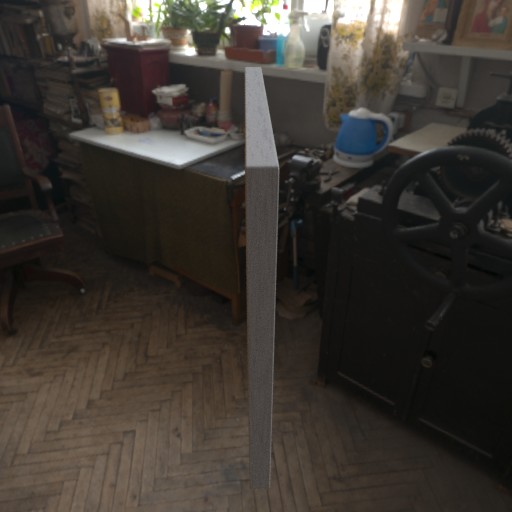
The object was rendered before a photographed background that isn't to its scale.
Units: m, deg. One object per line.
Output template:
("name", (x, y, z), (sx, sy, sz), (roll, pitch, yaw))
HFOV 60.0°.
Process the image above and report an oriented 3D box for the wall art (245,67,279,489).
("wall art", (0.000, 0.000, 1.884), (0.078, 1.288, 1.287), (-1, 32, -1))
